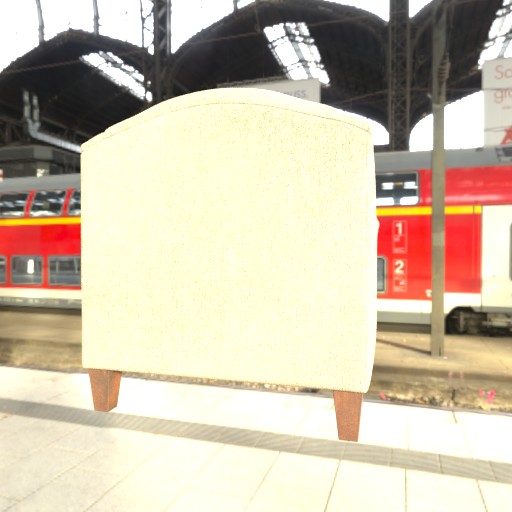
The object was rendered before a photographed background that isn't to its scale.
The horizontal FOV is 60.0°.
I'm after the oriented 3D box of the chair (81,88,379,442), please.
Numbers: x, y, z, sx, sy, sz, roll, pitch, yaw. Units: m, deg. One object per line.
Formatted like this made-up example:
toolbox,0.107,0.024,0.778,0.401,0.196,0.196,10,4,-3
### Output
chair,0.000,0.000,1.441,0.763,0.839,0.787,0,1,17
